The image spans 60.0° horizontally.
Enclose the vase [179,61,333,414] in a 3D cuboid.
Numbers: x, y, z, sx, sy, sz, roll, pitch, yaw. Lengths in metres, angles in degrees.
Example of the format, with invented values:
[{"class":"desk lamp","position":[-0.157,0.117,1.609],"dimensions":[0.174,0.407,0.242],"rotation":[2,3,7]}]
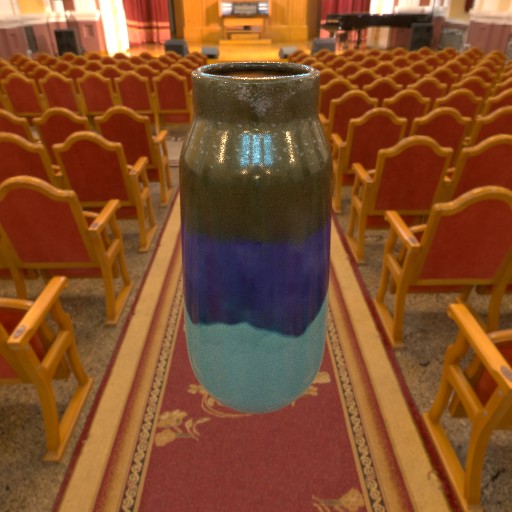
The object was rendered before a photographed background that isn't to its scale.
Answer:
[{"class":"vase","position":[0.000,0.000,0.398],"dimensions":[0.139,0.313,0.139],"rotation":[0,30,0]}]
